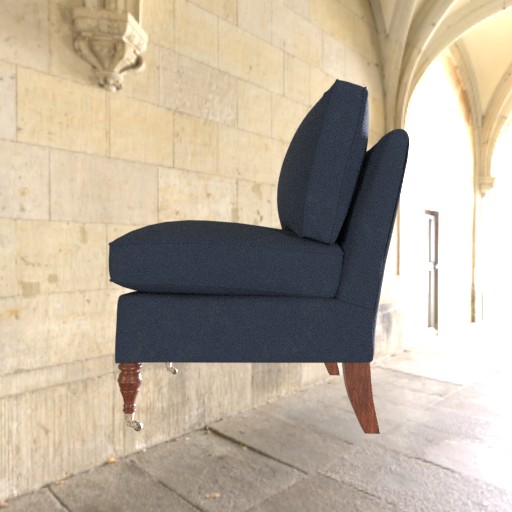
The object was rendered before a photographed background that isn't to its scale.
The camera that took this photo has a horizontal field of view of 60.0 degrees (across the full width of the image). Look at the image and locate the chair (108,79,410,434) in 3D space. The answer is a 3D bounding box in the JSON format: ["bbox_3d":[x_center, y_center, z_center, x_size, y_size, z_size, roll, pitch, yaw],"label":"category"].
[{"bbox_3d":[0.000,0.000,1.644,0.912,1.052,0.724,0,1,0],"label":"chair"}]
